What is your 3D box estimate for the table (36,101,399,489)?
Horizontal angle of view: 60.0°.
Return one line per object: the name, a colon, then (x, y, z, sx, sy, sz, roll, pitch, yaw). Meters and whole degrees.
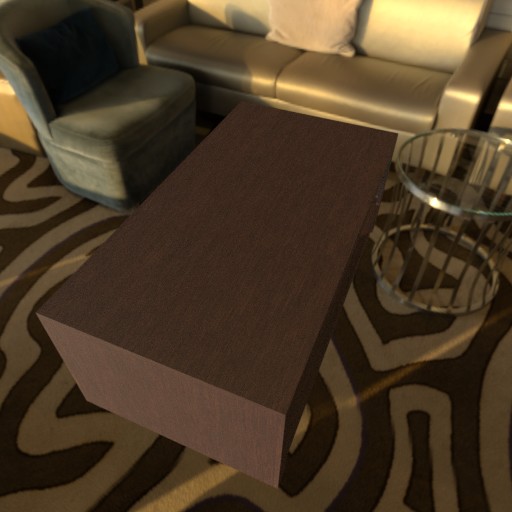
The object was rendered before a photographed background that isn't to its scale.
table: (0.000, 0.000, 1.412, 0.597, 0.424, 1.099, 17, 48, 16)
